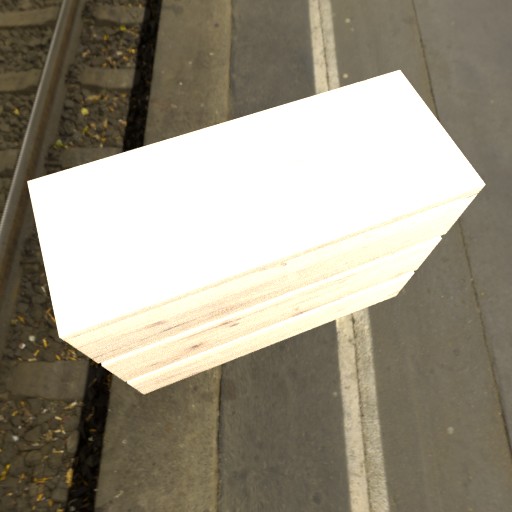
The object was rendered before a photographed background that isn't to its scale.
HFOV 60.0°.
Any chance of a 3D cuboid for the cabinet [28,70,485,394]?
[{"bbox_3d":[0.000,0.000,1.454,1.040,0.820,0.420,-20,66,-9],"label":"cabinet"}]
